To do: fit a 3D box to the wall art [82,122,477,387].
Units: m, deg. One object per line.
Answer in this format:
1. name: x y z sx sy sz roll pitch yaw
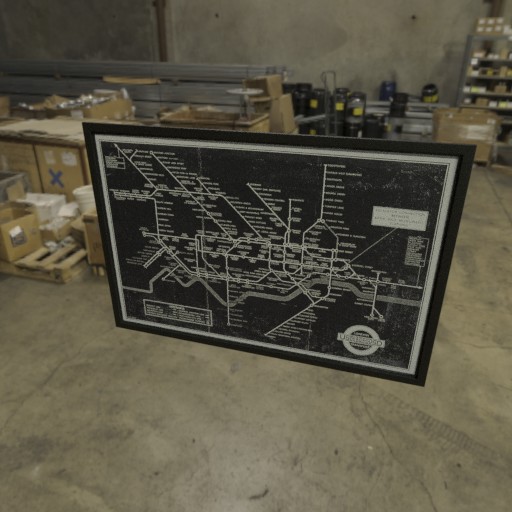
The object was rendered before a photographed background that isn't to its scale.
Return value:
1. wall art: 0.000 0.000 1.479 1.192 0.811 0.013 8 27 15
